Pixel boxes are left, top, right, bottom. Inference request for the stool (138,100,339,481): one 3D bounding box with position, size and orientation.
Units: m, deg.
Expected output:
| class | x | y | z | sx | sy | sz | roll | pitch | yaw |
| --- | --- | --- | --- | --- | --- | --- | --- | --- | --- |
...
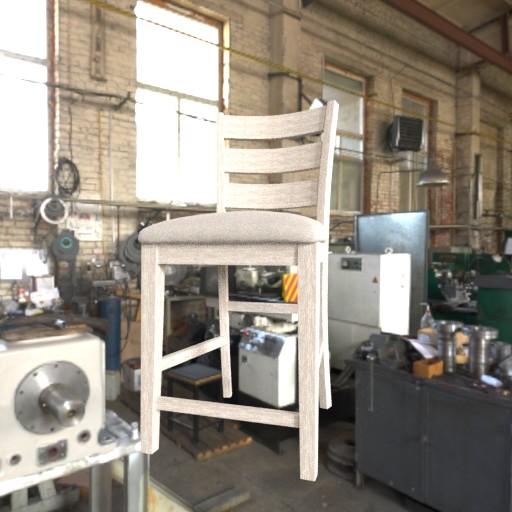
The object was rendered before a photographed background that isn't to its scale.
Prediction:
| class | x | y | z | sx | sy | sz | roll | pitch | yaw |
| --- | --- | --- | --- | --- | --- | --- | --- | --- | --- |
| stool | 0.000 | 0.000 | 1.344 | 0.484 | 1.032 | 0.569 | 0 | 1 | 18 |
